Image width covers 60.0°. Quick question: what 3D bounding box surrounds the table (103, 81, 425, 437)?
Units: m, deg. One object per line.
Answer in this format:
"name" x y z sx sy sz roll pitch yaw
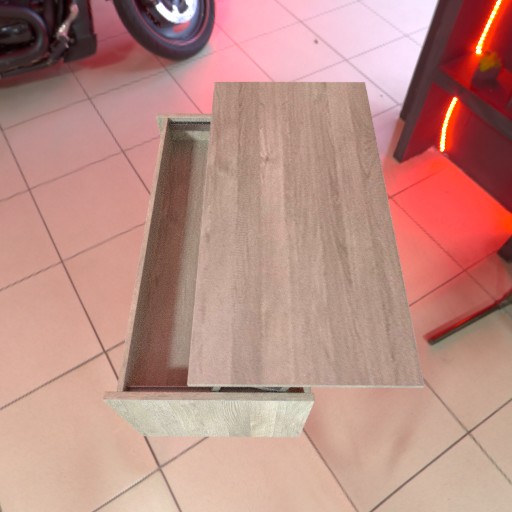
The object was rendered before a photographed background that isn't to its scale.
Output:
"table" 0.000 0.000 1.434 0.712 0.570 1.000 0 58 0
